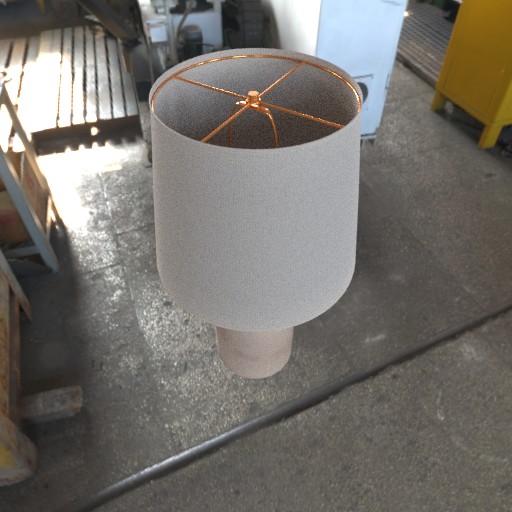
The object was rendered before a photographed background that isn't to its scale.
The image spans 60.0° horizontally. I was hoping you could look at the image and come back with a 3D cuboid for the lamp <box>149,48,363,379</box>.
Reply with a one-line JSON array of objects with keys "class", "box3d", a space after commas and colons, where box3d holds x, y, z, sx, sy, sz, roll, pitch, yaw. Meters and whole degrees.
[{"class": "lamp", "box3d": [0.000, 0.000, 0.436, 0.189, 0.340, 0.189, 0, 47, 0]}]
